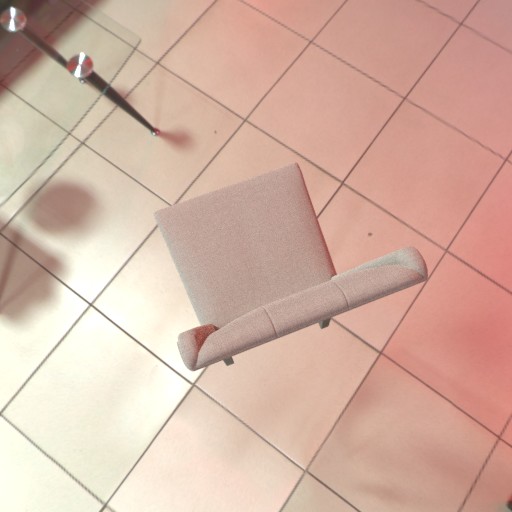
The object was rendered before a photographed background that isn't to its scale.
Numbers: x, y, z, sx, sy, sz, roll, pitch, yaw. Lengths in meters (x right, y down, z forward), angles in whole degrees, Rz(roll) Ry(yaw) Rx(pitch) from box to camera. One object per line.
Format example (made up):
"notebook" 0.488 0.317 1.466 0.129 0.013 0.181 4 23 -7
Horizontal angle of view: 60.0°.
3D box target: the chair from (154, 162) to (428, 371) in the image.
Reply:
"chair" 0.000 0.000 1.232 0.474 0.961 0.523 -20 75 -6
